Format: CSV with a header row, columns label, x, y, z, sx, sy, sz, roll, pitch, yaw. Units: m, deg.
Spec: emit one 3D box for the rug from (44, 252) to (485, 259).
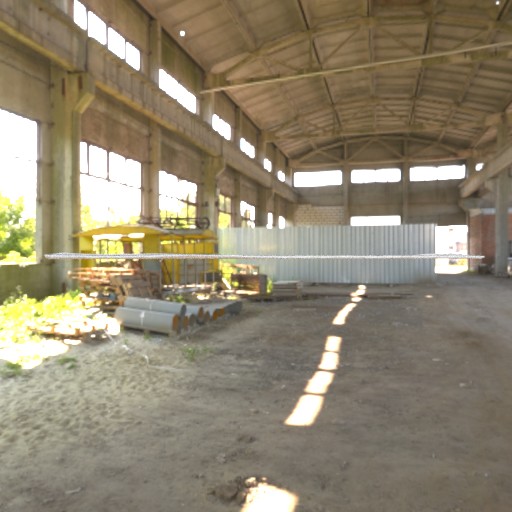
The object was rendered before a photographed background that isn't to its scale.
label,x,y,z,sx,sy,sz,roll,pitch,yaw
rug,0.000,0.000,3.046,2.447,0.036,1.537,0,0,-18
